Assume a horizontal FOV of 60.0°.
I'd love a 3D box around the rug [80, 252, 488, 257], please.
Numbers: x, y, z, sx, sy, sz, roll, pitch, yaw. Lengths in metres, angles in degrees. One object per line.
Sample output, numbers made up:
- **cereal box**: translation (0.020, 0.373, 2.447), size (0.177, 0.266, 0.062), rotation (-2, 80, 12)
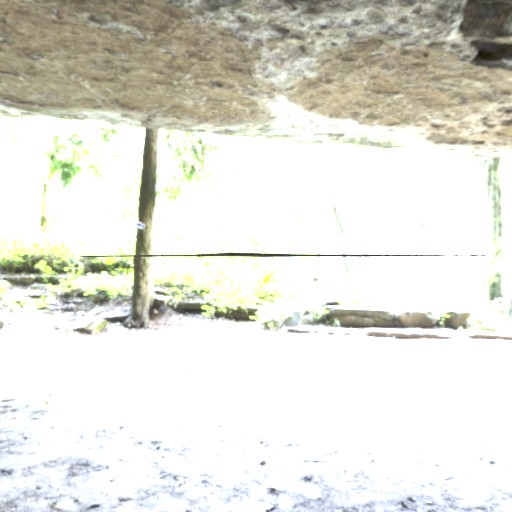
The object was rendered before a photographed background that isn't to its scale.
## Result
- **rug**: translation (0.000, 0.000, 4.129), size (2.451, 0.026, 3.069), rotation (0, 0, -34)
